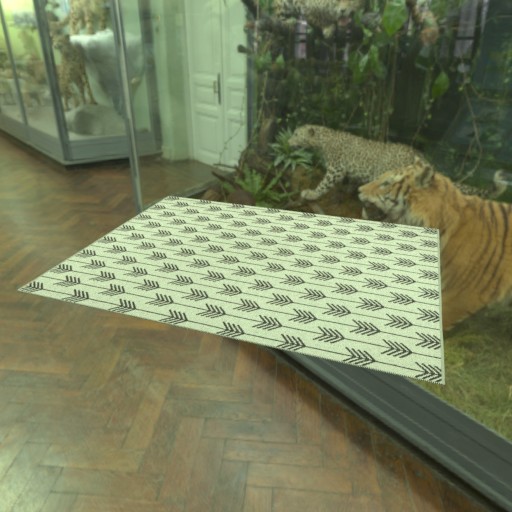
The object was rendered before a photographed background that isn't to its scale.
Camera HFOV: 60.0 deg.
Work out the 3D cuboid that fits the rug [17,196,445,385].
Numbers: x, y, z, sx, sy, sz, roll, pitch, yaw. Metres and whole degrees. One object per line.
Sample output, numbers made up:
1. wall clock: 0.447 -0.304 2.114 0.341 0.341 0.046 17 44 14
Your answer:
1. rug: 0.000 0.000 3.911 3.061 0.010 2.330 9 28 17
